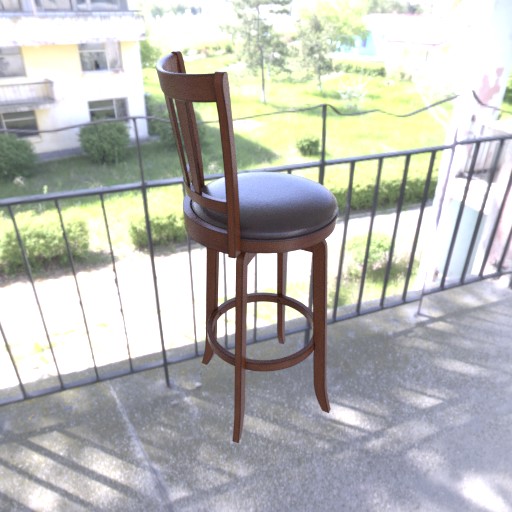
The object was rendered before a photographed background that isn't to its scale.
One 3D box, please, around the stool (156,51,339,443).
[{"bbox_3d":[0.000,0.000,1.428,0.503,1.177,0.464,-11,32,-18],"label":"stool"}]
